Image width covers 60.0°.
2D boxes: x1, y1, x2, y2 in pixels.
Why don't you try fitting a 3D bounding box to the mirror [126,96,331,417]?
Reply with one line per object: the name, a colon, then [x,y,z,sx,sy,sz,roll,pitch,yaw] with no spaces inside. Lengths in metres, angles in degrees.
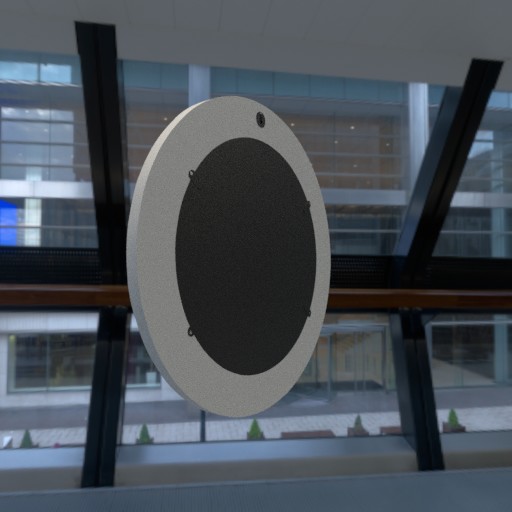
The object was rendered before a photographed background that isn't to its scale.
mirror: [0.000,0.000,1.325,0.038,0.914,0.914,-2,-3,36]
